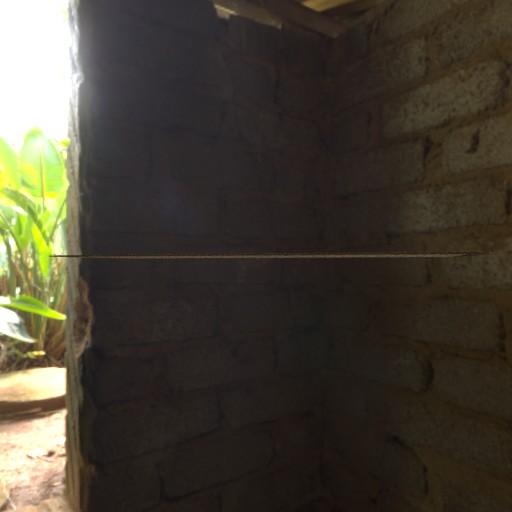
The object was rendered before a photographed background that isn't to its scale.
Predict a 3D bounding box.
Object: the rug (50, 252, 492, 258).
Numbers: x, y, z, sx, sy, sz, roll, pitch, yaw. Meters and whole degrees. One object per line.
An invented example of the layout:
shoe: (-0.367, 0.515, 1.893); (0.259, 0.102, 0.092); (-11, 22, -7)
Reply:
rug: (0.000, 0.000, 2.684); (2.440, 0.013, 0.769); (0, -1, 19)
